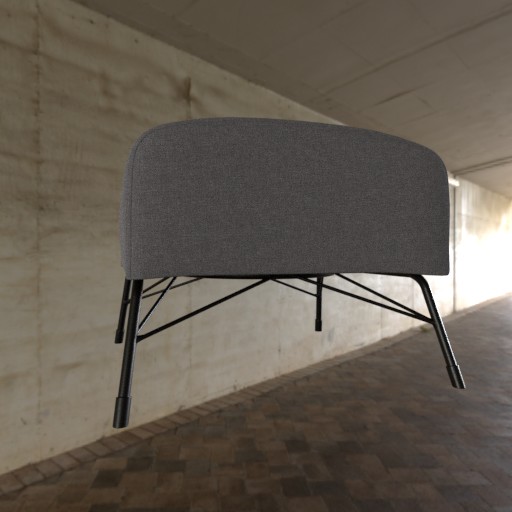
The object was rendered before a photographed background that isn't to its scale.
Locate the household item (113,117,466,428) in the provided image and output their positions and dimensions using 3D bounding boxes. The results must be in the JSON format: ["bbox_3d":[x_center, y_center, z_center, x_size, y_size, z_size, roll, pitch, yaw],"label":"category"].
[{"bbox_3d":[0.000,0.000,0.864,0.530,0.410,0.530,0,1,-17],"label":"household item"}]
